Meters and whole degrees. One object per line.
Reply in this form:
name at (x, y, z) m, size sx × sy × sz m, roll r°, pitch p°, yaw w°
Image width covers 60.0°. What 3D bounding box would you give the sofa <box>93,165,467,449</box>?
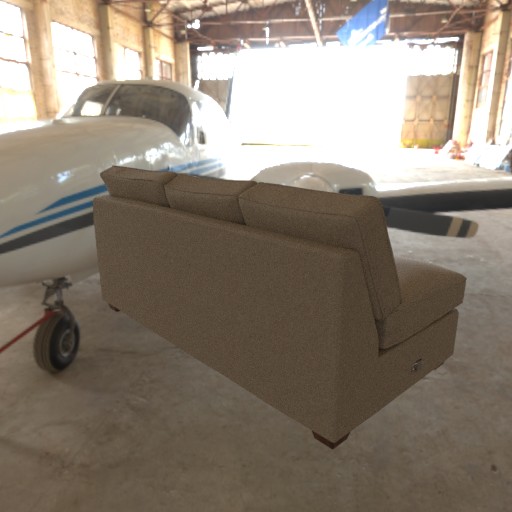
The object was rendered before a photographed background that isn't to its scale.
sofa at (0.000, 0.000, 2.493) m, size 1.034 × 0.946 × 1.963 m, roll -14°, pitch 21°, yaw -41°
